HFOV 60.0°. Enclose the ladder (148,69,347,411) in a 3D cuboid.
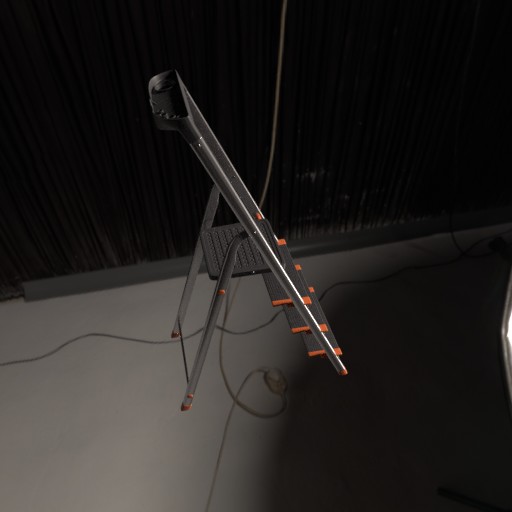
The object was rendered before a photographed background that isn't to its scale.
[{"bbox_3d":[0.000,0.000,1.803,0.834,1.429,0.452,-10,46,-10],"label":"ladder"}]
